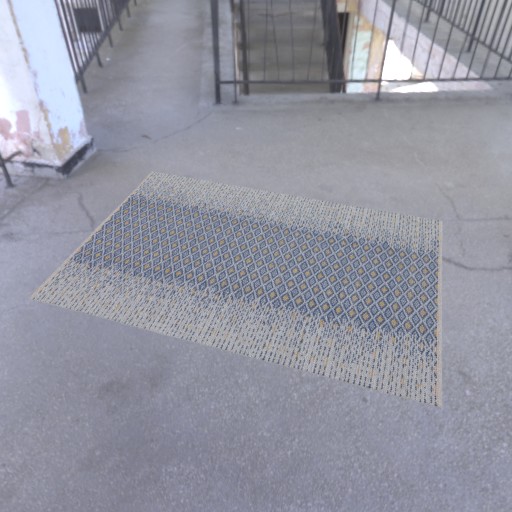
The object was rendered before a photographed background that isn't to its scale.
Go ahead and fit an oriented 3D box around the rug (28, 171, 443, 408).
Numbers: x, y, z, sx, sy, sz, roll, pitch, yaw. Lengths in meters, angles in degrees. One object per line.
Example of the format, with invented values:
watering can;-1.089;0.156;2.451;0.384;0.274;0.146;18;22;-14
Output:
rug;0.000;0.000;2.280;1.828;0.005;1.219;12;42;13
